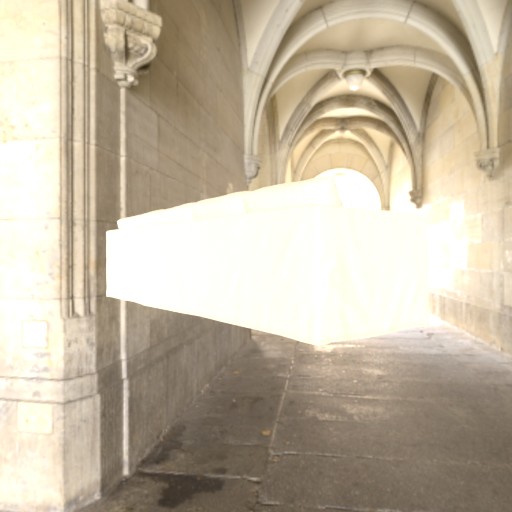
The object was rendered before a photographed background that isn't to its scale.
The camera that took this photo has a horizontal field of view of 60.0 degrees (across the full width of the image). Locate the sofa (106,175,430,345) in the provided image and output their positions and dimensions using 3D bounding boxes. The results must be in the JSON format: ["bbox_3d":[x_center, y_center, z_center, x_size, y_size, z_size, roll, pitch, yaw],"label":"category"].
[{"bbox_3d":[0.000,0.000,3.874,1.622,0.871,3.206,0,0,-36],"label":"sofa"}]
